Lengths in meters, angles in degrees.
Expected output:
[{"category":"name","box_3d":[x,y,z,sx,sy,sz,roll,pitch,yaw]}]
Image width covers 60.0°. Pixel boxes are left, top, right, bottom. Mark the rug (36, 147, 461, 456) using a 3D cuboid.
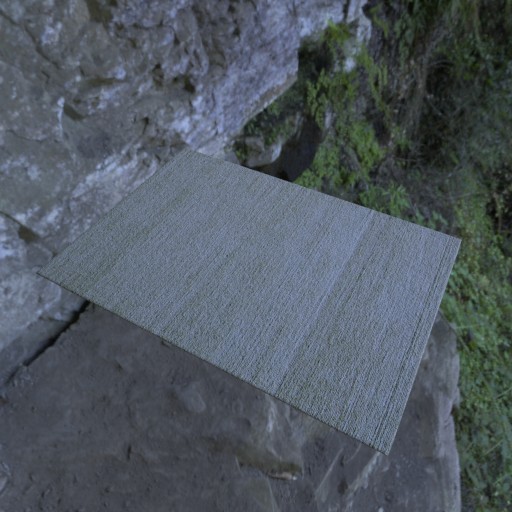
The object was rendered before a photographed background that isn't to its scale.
[{"category":"rug","box_3d":[0.000,0.000,4.985,3.935,0.025,2.782,22,51,19]}]
